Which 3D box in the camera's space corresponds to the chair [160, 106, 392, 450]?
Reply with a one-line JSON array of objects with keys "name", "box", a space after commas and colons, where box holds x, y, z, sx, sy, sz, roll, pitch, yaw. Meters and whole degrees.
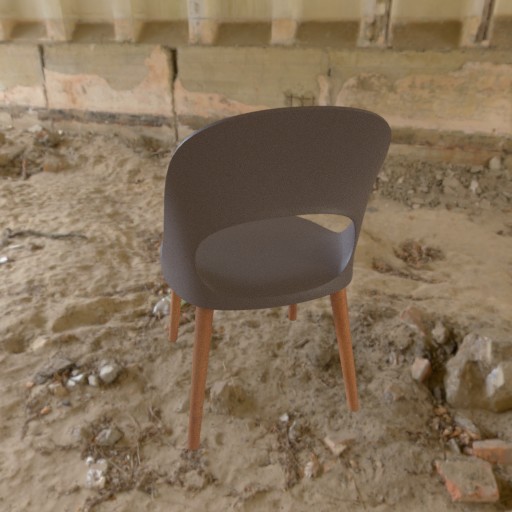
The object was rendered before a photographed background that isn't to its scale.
[{"name": "chair", "box": [0.000, 0.000, 1.124, 0.470, 0.794, 0.556, -8, 27, -15]}]
